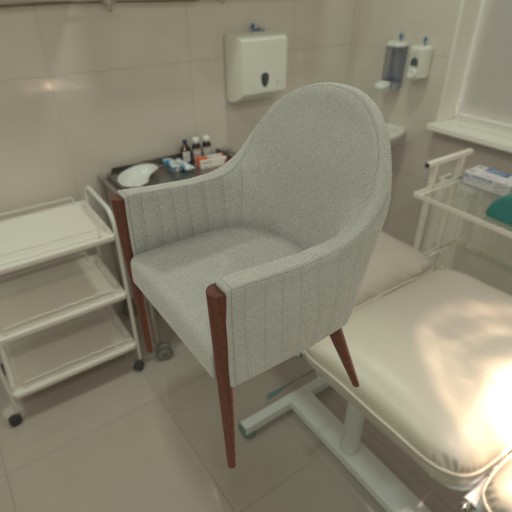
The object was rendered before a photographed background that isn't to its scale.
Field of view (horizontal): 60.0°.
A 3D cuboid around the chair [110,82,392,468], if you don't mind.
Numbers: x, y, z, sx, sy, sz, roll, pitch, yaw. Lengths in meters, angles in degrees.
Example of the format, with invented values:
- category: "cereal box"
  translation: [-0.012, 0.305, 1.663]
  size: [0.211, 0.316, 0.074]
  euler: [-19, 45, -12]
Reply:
- category: "chair"
  translation: [0.000, 0.000, 1.299]
  size: [0.620, 0.889, 0.610]
  euler: [-21, 38, -29]
